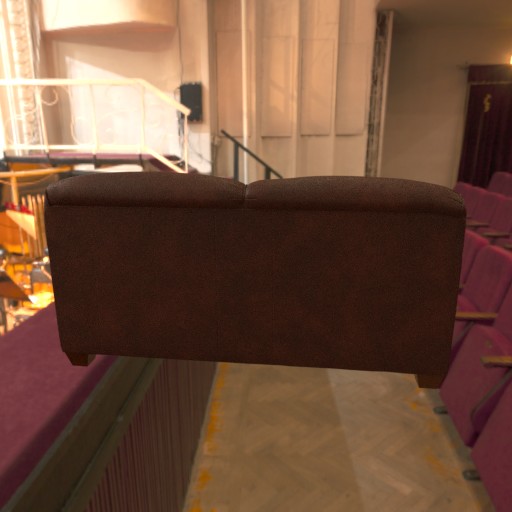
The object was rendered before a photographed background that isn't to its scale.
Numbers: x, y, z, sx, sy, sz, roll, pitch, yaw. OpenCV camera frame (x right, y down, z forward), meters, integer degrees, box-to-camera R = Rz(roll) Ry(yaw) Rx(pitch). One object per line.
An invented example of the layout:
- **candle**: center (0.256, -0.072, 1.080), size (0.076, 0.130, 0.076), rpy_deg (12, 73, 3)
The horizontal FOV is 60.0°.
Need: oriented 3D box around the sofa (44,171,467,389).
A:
- **sofa**: center (0.000, 0.000, 2.432), size (1.856, 0.966, 1.000), rpy_deg (2, 15, 7)
